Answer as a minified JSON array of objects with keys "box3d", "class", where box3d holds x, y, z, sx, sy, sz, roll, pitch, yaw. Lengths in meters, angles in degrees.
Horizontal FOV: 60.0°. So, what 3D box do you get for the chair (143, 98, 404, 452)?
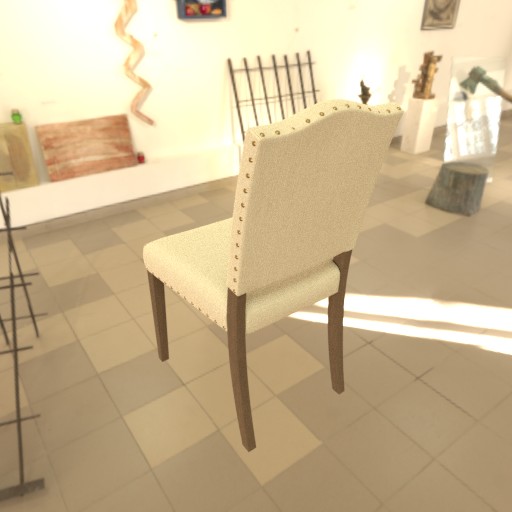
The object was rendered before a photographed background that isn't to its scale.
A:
[{"box3d":[0.000,0.000,1.383,0.508,1.015,0.619,-20,35,-31],"class":"chair"}]
